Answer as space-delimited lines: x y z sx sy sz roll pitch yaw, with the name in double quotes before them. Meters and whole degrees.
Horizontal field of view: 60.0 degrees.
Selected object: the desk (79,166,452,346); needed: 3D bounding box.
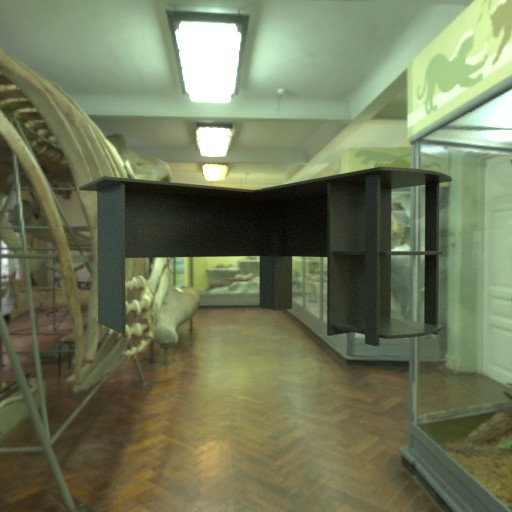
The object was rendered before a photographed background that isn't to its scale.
"desk" 0.000 0.000 2.143 1.303 0.716 1.361 -1 1 -35
